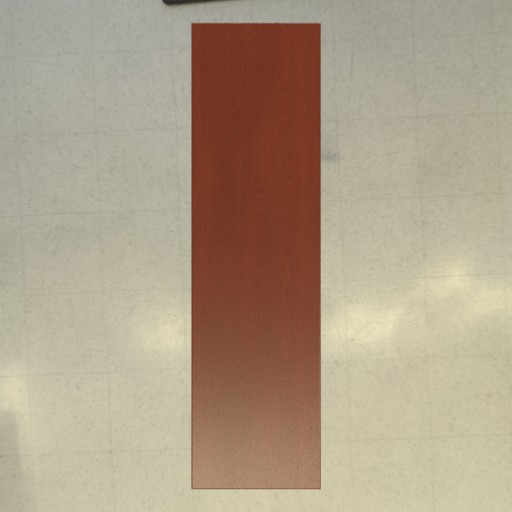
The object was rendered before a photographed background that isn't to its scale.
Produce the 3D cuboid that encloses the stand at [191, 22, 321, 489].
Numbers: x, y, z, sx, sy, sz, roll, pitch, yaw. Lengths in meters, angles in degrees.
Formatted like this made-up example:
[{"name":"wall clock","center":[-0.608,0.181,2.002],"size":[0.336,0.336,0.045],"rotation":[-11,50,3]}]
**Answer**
[{"name":"stand","center":[0.000,0.000,1.681],"size":[0.381,0.762,1.372],"rotation":[0,90,0]}]
